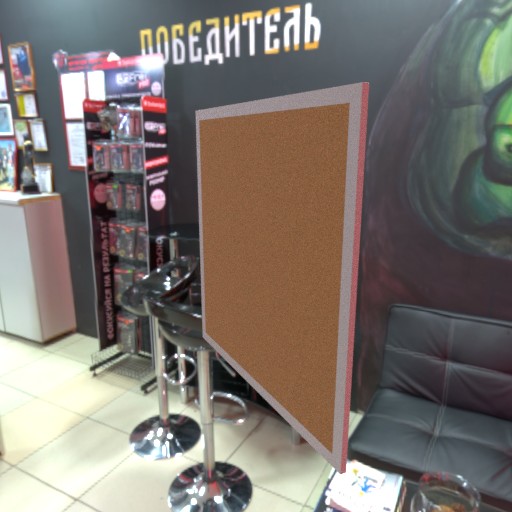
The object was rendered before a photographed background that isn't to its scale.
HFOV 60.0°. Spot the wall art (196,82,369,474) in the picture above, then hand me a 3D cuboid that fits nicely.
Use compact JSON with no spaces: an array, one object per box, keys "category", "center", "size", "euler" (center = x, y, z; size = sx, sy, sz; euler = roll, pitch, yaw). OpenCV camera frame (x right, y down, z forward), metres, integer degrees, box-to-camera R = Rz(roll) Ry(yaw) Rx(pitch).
[{"category":"wall art","center":[0.000,0.000,0.690],"size":[0.009,0.457,0.456],"euler":[-8,16,-28]}]
